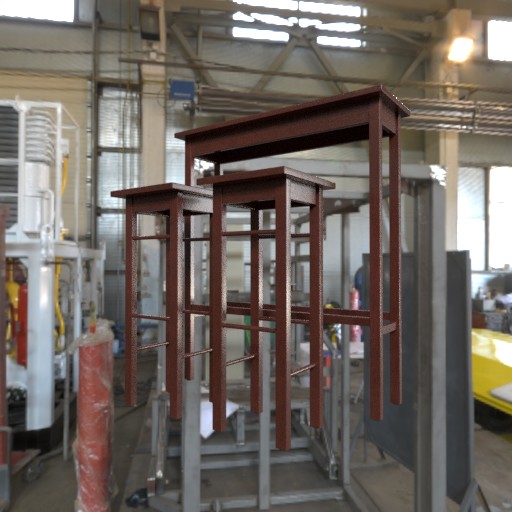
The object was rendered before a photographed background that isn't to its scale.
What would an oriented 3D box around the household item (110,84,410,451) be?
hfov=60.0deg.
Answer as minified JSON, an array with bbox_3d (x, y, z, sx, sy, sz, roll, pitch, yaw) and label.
[{"bbox_3d":[0.000,0.000,1.613,0.914,1.067,0.676,-1,-1,35],"label":"household item"}]
